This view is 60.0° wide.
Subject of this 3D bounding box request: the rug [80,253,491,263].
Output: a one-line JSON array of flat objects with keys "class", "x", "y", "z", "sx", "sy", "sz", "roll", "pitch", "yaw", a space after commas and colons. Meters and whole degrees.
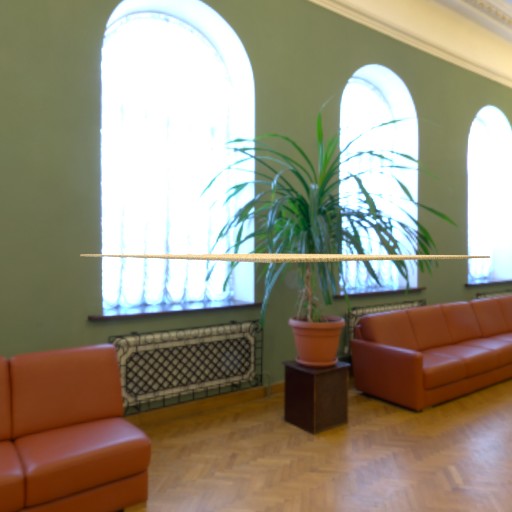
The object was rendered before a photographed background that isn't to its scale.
[{"class": "rug", "x": 0.000, "y": 0.000, "z": 2.756, "sx": 1.509, "sy": 0.013, "sz": 2.144, "roll": -1, "pitch": 1, "yaw": -37}]
